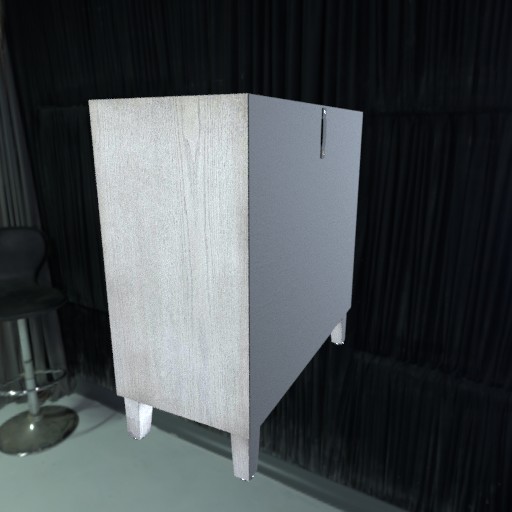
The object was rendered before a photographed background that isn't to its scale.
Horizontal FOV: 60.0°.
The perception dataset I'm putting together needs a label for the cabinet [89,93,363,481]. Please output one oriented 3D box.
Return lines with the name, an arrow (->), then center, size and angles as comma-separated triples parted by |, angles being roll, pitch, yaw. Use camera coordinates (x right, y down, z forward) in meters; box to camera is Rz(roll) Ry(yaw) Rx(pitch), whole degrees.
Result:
cabinet -> 0.000, 0.000, 1.237 | 0.370, 0.787, 0.781 | 8, 17, 25
